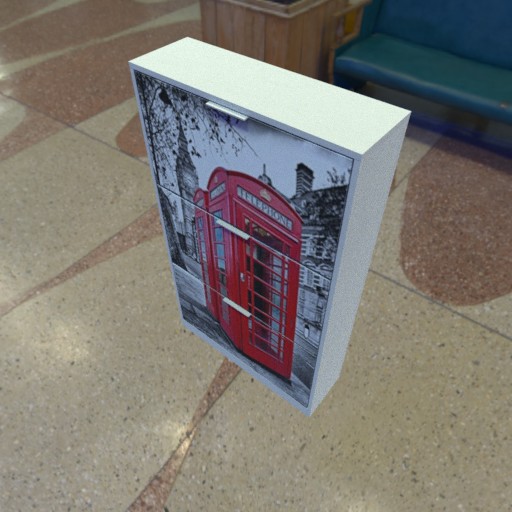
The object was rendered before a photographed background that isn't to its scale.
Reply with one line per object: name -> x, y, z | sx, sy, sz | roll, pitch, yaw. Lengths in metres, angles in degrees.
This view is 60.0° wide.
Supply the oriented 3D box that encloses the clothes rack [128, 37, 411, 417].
clothes rack -> 0.000, 0.000, 1.613 | 0.750, 1.280, 0.250 | 30, 53, 26
